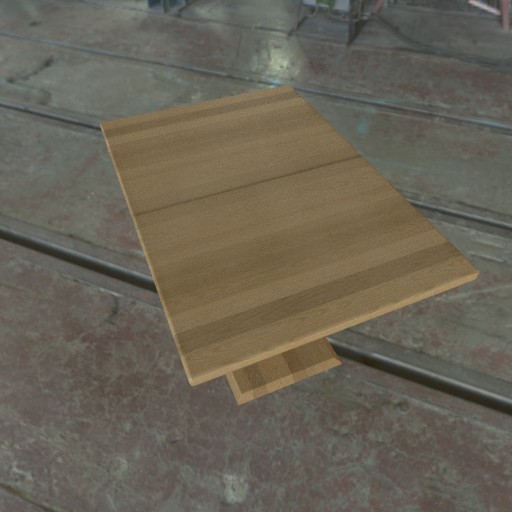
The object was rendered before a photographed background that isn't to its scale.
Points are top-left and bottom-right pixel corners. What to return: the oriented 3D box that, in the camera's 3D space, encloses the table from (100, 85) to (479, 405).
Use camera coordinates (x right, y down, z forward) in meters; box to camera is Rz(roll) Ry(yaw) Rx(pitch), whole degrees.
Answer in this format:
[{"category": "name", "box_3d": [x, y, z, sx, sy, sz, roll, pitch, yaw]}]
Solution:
[{"category": "table", "box_3d": [0.000, 0.000, 1.880, 0.900, 0.770, 1.300, -17, 49, -15]}]
